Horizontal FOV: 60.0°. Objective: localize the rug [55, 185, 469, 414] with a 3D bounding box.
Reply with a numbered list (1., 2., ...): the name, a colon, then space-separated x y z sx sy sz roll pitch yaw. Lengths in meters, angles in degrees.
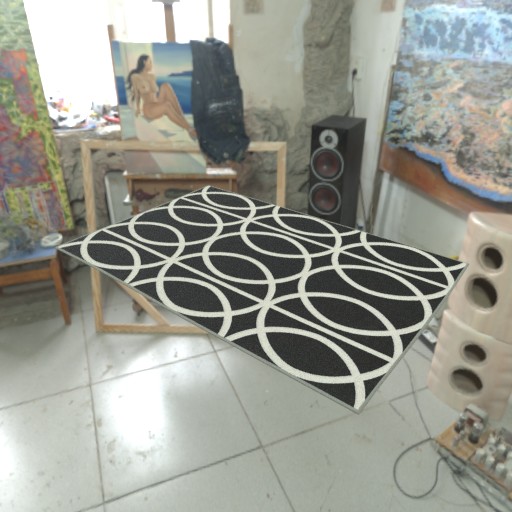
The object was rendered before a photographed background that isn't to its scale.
1. rug: 0.000 0.000 2.918 2.290 0.014 1.526 21 36 33
